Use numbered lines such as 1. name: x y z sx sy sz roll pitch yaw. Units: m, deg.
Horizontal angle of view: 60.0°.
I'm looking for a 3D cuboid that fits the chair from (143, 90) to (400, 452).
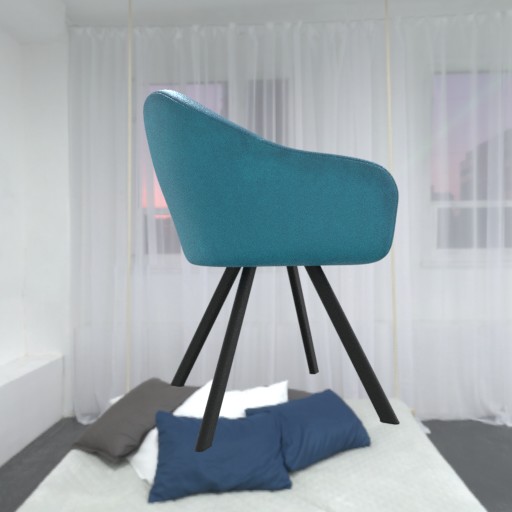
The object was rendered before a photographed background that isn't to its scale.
1. chair: 0.000 0.000 1.164 0.570 0.780 0.540 0 2 -17
